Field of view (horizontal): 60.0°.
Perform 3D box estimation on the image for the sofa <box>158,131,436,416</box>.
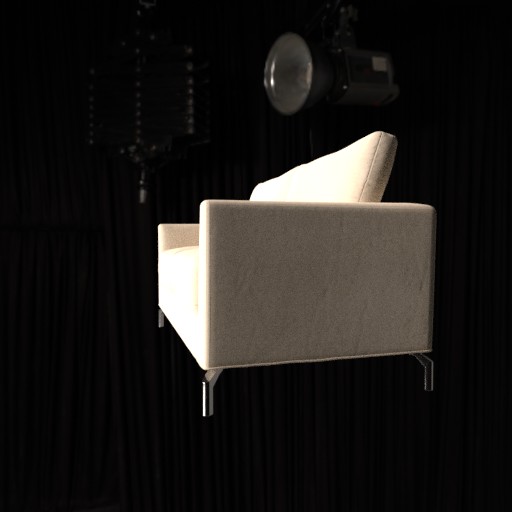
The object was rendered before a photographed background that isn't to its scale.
[{"bbox_3d":[0.000,0.000,2.356,0.906,0.995,1.739,0,1,-17],"label":"sofa"}]
